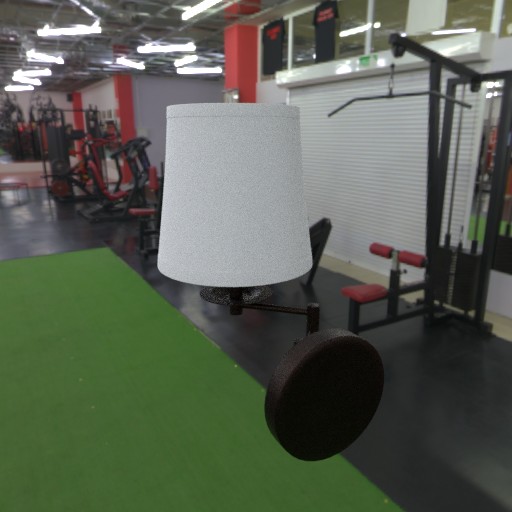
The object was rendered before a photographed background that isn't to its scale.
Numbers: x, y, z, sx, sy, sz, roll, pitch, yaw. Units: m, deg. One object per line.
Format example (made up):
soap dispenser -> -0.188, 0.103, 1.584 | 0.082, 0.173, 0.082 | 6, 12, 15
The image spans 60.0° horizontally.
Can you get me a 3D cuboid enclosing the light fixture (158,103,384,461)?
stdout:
light fixture -> 0.000, 0.000, 0.265 | 0.100, 0.172, 0.157 | -8, 17, -28
